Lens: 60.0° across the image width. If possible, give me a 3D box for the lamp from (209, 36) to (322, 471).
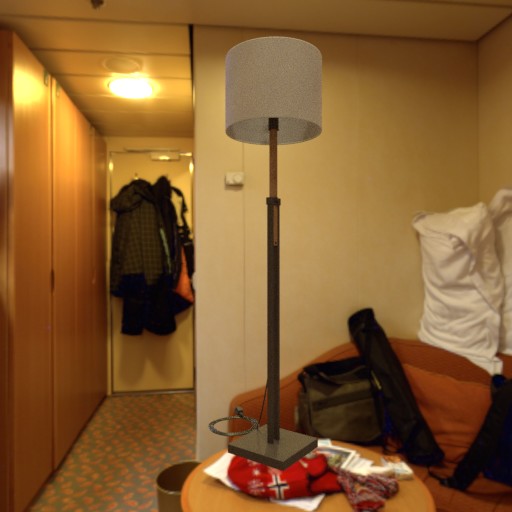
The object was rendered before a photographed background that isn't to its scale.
[{"bbox_3d":[0.000,0.000,1.963,0.639,1.650,0.474,0,-1,36],"label":"lamp"}]
